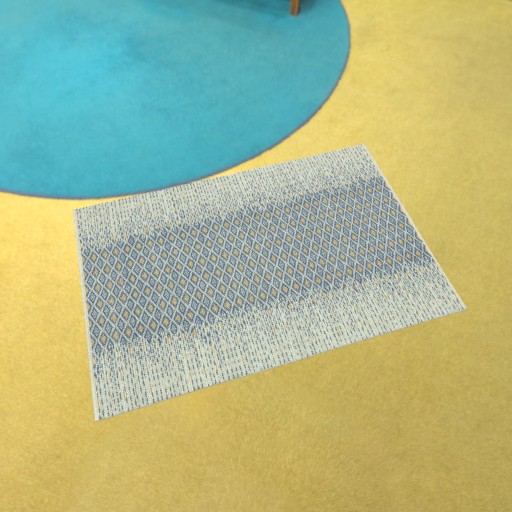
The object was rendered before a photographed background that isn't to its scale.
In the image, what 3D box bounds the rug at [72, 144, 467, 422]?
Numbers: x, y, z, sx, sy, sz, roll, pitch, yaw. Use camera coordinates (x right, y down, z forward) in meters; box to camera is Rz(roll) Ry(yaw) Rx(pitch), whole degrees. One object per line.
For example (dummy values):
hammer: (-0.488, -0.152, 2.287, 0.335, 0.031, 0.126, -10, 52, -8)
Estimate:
rug: (0.000, 0.000, 2.373, 1.828, 0.005, 1.219, -15, 59, -9)
